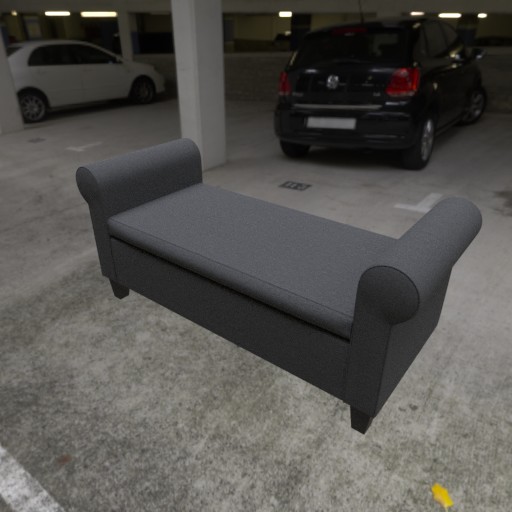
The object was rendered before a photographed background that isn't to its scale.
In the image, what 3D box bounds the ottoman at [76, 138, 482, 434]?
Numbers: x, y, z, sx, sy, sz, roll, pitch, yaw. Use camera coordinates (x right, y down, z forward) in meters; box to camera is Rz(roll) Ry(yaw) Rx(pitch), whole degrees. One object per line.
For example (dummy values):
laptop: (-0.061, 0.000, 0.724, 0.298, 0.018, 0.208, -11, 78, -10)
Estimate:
ottoman: (0.000, 0.000, 1.536, 1.256, 0.547, 0.521, 21, 35, 32)
